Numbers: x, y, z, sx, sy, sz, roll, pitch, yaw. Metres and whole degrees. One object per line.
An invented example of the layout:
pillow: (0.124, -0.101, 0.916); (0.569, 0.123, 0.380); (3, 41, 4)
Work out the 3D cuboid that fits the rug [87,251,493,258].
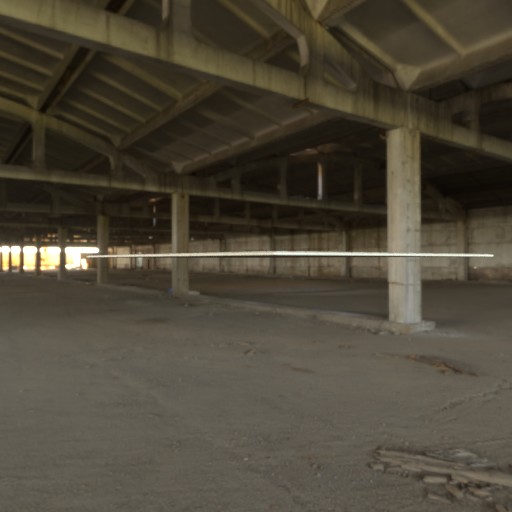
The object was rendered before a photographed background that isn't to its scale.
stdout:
rug: (0.000, 0.000, 3.451); (1.819, 0.018, 2.746); (0, -1, -36)
